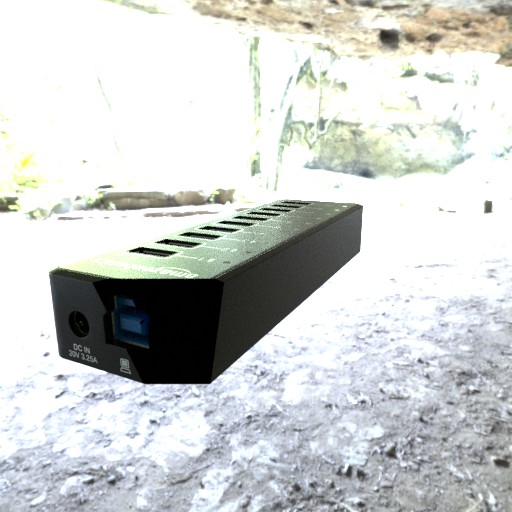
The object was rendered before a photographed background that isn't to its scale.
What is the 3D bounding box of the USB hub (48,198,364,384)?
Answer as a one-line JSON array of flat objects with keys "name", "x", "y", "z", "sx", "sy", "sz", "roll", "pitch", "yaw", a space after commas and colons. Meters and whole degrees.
[{"name": "USB hub", "x": 0.000, "y": 0.000, "z": 0.163, "sx": 0.044, "sy": 0.023, "sz": 0.145, "roll": 8, "pitch": 17, "yaw": 26}]
